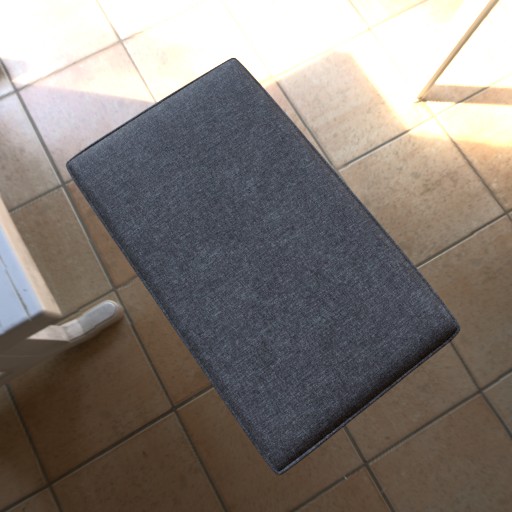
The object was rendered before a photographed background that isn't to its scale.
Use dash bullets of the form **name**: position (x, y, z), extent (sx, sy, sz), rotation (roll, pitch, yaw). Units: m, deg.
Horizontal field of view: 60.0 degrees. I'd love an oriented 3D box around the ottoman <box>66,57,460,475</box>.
- **ottoman**: position (0.000, 0.000, 1.554), extent (0.717, 0.487, 1.184), rotation (-35, 79, -8)
